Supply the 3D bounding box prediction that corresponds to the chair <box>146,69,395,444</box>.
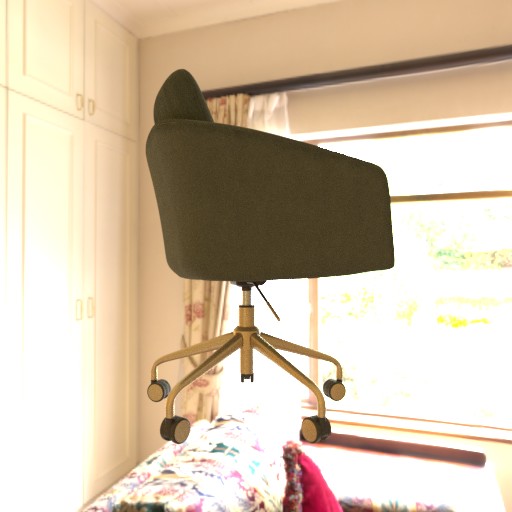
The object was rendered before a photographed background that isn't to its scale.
[{"bbox_3d":[0.000,0.000,1.329,0.635,0.908,0.641,0,-1,-19],"label":"chair"}]
